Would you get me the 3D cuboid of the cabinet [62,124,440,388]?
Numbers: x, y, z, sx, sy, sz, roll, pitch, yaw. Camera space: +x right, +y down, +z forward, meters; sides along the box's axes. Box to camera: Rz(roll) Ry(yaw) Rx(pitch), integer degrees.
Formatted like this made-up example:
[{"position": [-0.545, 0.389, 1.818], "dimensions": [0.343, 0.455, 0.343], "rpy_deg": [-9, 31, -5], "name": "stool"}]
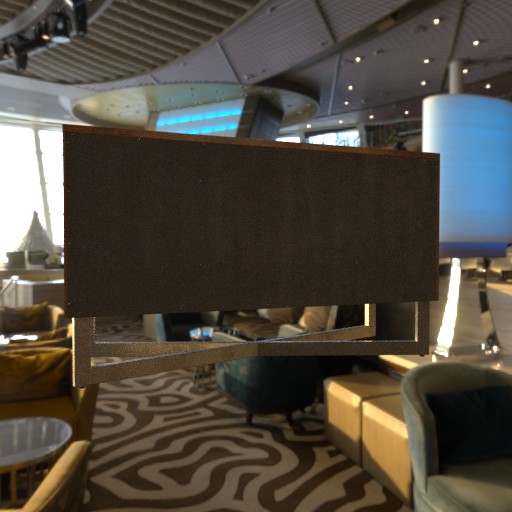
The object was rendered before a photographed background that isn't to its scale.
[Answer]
[{"position": [0.000, 0.000, 1.774], "dimensions": [1.373, 0.812, 0.480], "rpy_deg": [0, 1, -18], "name": "cabinet"}]
